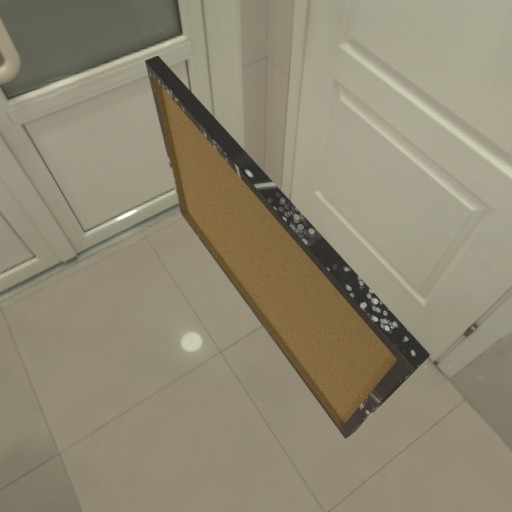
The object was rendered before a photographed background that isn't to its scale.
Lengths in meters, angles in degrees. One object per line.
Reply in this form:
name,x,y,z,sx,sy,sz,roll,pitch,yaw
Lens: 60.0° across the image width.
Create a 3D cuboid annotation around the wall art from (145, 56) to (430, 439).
wall art,0.000,0.000,1.137,0.038,0.609,0.914,-30,63,-17
